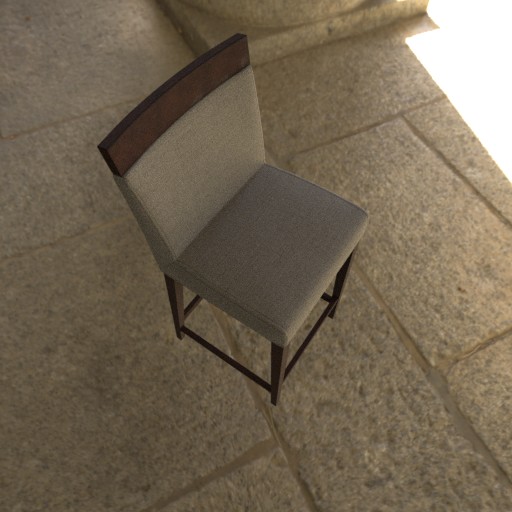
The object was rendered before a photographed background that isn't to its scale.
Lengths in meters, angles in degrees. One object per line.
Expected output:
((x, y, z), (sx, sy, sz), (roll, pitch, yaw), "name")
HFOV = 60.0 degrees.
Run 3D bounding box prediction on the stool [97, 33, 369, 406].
((0.000, 0.000, 1.445), (0.531, 1.117, 0.511), (30, 63, 18), "stool")
